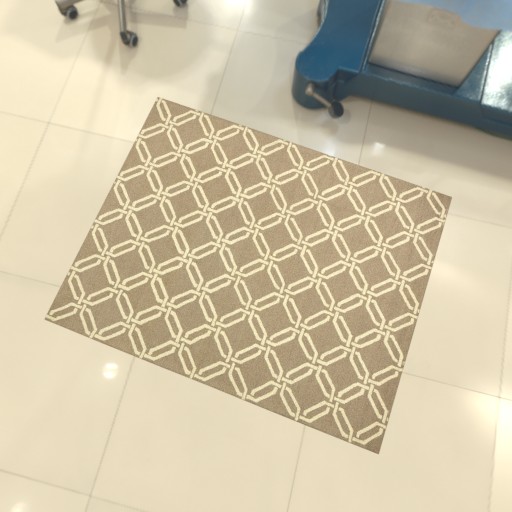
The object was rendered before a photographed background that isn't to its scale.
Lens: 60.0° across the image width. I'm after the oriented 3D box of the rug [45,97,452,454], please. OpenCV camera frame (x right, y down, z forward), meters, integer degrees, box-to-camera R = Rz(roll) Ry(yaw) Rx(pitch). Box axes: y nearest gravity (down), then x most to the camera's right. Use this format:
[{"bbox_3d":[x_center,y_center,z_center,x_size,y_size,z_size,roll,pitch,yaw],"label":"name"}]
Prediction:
[{"bbox_3d":[0.000,0.000,3.831,2.895,0.018,2.288,20,75,5],"label":"rug"}]
